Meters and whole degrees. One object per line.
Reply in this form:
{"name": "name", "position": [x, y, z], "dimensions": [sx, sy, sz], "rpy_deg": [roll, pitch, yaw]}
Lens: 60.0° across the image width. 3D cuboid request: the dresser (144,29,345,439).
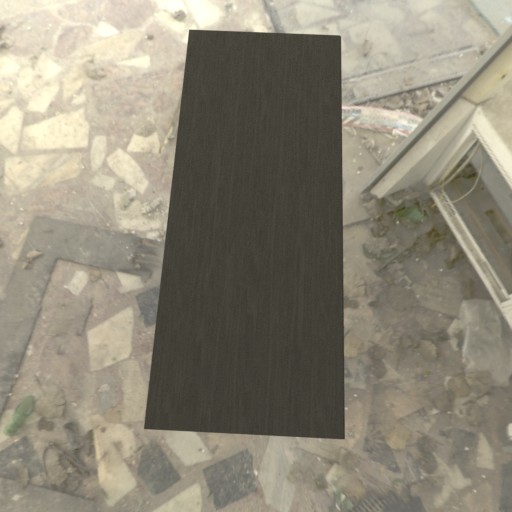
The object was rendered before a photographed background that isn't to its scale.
{"name": "dresser", "position": [0.000, 0.000, 1.421], "dimensions": [0.404, 0.816, 0.994], "rpy_deg": [3, 73, 1]}
